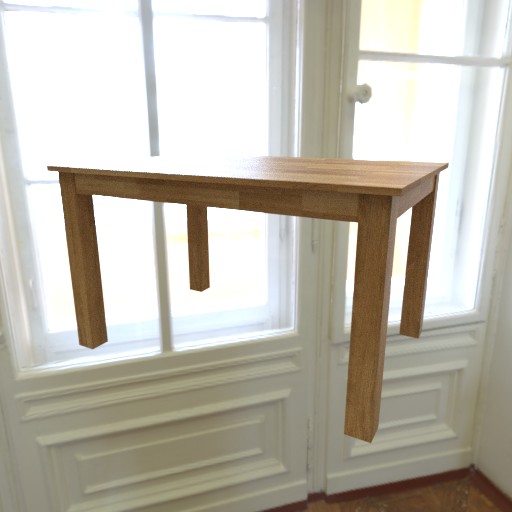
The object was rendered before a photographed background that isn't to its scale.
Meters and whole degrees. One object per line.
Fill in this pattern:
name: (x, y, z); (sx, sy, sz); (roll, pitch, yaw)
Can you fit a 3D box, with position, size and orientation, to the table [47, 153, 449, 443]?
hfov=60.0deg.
table: (0.000, 0.000, 1.841); (1.300, 0.750, 0.900); (9, 19, 28)
